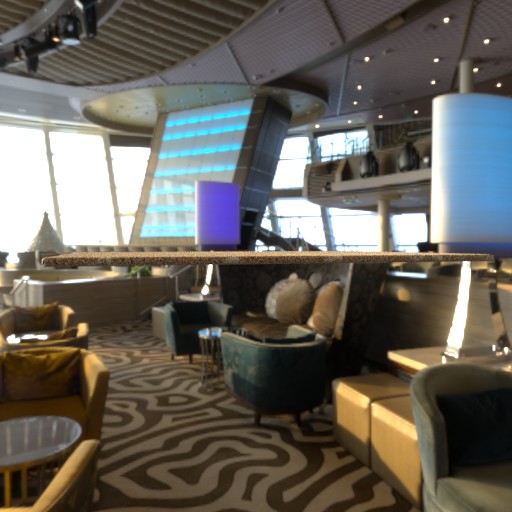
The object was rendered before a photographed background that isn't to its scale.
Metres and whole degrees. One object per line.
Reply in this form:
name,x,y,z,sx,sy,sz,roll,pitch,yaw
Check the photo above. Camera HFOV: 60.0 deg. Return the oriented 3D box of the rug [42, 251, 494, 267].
rug,0.000,0.000,2.227,1.778,0.030,1.219,0,1,-17
